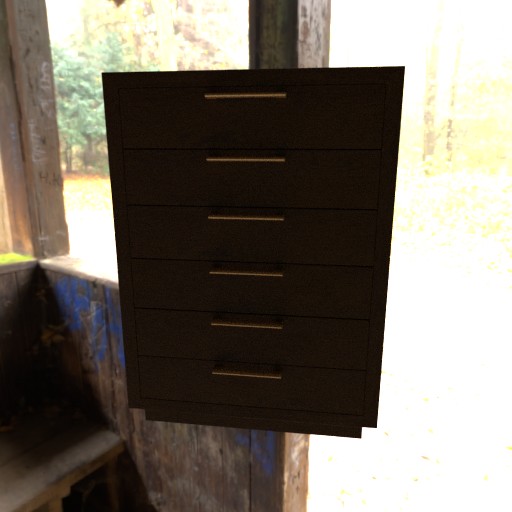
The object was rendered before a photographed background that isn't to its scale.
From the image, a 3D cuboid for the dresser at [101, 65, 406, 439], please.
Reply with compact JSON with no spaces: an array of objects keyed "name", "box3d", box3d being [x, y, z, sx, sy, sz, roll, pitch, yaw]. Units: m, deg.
[{"name":"dresser","box3d":[0.000,0.000,1.763,0.964,1.320,0.516,2,15,8]}]
